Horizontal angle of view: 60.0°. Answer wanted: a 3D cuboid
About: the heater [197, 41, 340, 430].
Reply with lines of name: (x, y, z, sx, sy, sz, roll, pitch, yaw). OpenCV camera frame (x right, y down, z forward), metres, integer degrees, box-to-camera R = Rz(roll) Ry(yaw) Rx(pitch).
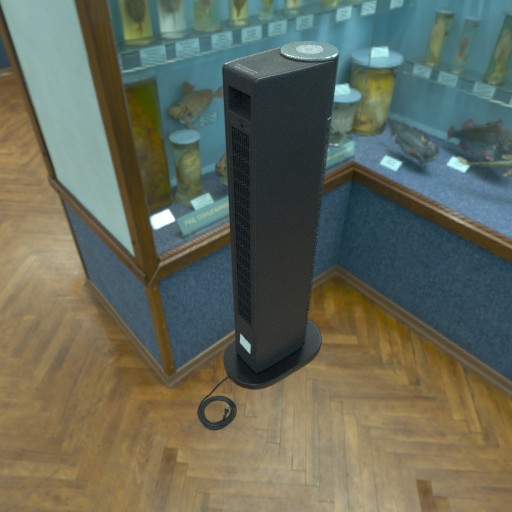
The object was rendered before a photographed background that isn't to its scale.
heater: (0.000, 0.000, 1.029, 0.458, 0.856, 0.214, -27, 48, -28)
